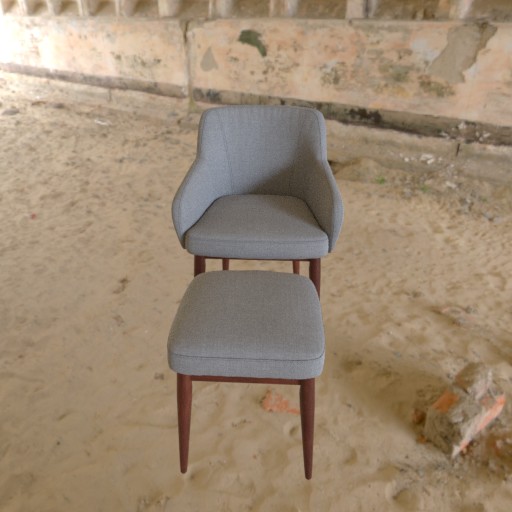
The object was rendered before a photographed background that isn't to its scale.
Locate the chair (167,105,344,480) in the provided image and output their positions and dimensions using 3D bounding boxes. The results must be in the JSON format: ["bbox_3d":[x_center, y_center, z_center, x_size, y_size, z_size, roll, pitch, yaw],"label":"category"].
[{"bbox_3d":[0.000,0.000,1.518,0.584,0.799,1.107,1,30,3],"label":"chair"}]
